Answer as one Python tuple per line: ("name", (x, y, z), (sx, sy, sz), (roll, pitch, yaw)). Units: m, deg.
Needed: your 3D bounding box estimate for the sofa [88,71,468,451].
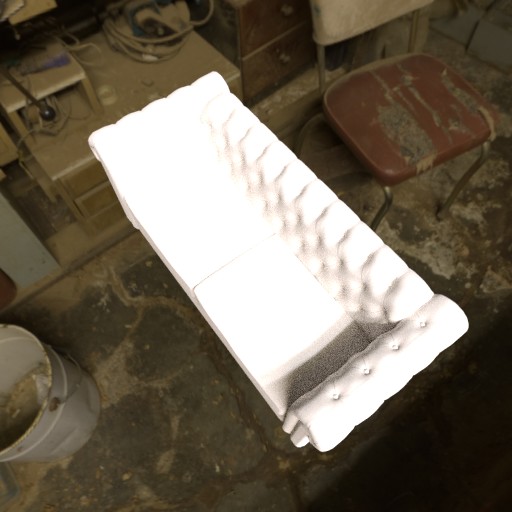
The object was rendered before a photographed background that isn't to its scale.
("sofa", (0.000, 0.000, 2.257), (0.771, 0.796, 1.798), (-34, 67, -16))
